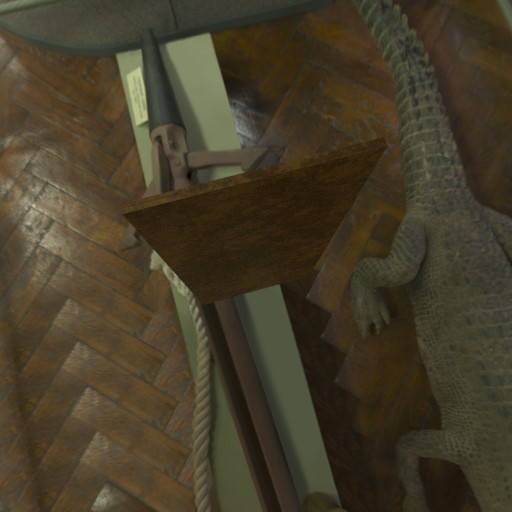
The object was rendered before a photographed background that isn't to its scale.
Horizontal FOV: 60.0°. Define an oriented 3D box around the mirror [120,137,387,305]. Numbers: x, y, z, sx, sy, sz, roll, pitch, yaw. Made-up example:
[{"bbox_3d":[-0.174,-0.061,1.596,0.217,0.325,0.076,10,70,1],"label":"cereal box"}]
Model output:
[{"bbox_3d":[0.000,0.000,2.299,0.812,2.031,0.032,-15,77,-4],"label":"mirror"}]
